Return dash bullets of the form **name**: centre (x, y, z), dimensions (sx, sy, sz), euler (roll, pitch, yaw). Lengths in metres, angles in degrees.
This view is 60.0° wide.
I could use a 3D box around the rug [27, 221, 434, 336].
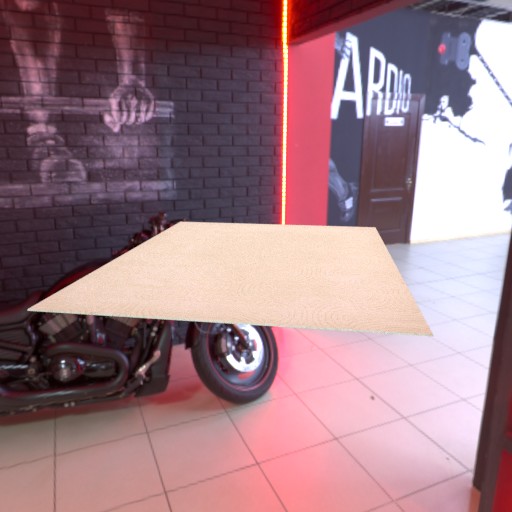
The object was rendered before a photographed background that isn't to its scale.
- **rug**: centre (0.000, 0.000, 3.444), dimensions (2.073, 0.011, 2.584), euler (2, 15, 8)
